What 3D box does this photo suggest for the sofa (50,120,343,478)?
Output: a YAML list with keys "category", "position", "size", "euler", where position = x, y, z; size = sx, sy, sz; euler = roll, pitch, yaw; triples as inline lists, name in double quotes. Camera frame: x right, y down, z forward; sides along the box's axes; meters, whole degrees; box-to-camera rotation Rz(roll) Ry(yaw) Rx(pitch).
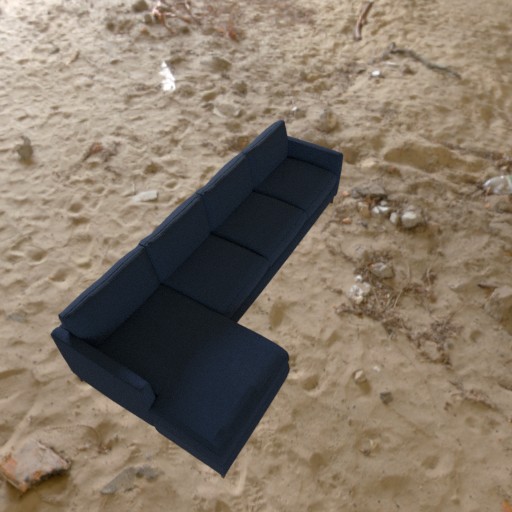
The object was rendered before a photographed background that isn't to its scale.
- category: "sofa"
  position: [0.000, 0.000, 2.978]
  size: [1.128, 0.679, 2.450]
  euler: [24, 50, 21]
